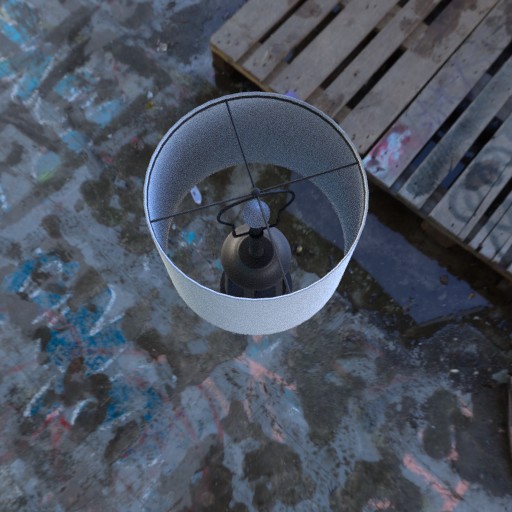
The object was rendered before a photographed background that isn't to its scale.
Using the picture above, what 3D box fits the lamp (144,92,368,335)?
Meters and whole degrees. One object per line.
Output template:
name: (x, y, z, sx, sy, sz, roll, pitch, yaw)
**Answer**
lamp: (0.000, 0.000, 0.680, 0.251, 0.509, 0.251, 0, 75, 0)
